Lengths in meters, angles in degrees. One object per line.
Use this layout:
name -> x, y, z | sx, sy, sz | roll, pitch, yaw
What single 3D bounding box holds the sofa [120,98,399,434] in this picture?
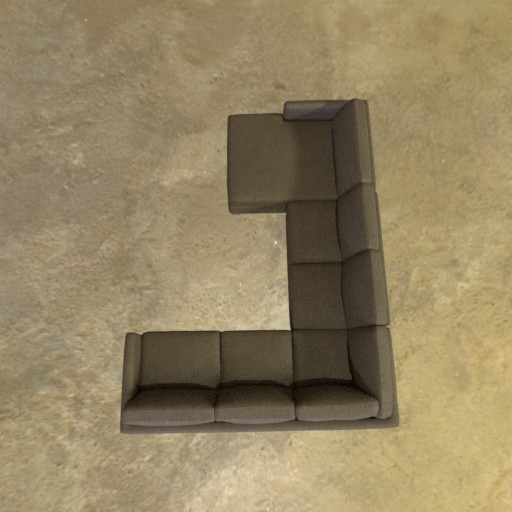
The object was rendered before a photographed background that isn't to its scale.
sofa -> 0.000, 0.000, 4.718 | 2.594, 0.961, 3.460 | -1, 75, 0
